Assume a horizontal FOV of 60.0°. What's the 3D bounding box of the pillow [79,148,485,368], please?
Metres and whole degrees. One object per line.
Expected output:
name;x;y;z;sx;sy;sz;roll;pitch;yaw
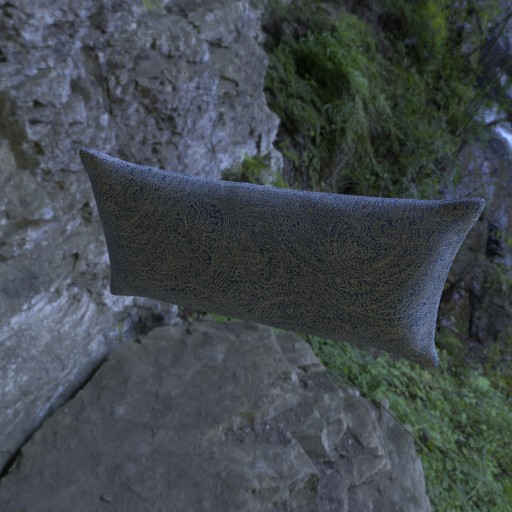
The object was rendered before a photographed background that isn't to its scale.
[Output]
pillow;0.000;0.000;0.722;0.615;0.295;0.151;10;33;16
